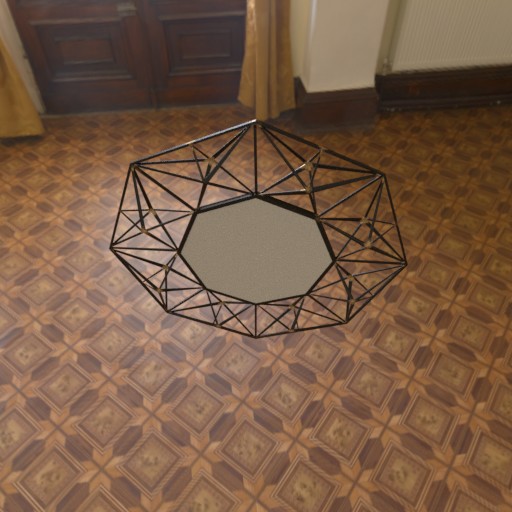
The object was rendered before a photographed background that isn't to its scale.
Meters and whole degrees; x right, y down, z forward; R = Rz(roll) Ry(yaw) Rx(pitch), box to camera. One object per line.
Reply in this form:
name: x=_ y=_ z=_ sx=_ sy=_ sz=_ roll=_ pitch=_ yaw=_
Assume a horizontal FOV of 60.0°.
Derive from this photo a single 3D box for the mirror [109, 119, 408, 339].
mirror: x=0.000 y=0.000 z=1.052 sx=0.710 sy=0.710 sz=0.094 roll=3 pitch=47 yaw=3
